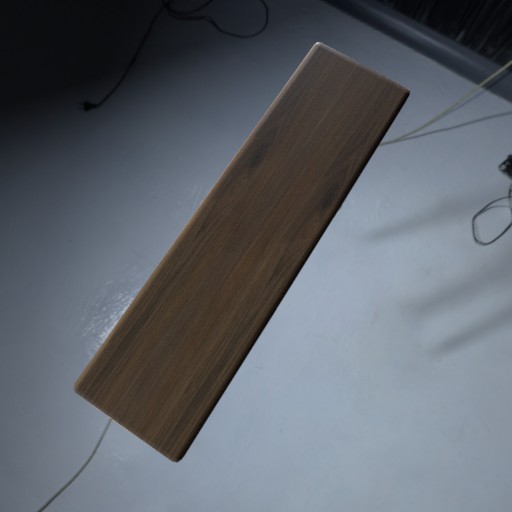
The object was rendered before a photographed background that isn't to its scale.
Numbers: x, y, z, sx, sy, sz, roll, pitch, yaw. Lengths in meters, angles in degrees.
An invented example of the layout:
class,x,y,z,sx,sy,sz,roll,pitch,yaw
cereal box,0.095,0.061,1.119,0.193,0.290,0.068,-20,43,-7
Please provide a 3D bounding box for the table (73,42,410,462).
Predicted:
class,x,y,z,sx,sy,sz,roll,pitch,yaw
table,0.000,0.000,1.966,0.425,0.834,1.570,32,78,8
